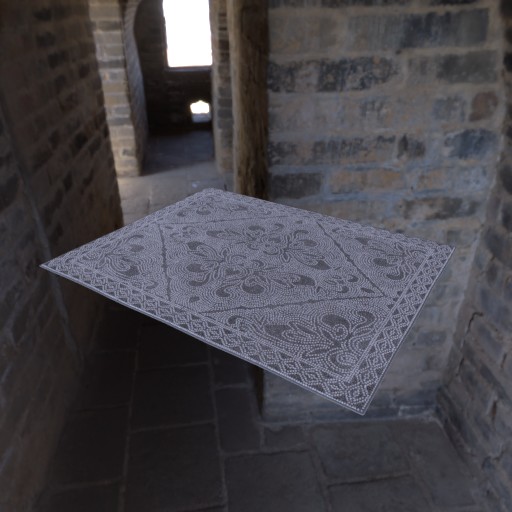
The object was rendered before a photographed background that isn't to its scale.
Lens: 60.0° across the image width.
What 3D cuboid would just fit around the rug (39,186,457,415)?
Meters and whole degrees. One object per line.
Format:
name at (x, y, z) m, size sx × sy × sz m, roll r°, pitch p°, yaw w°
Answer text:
rug at (0.000, 0.000, 4.096) m, size 3.048 × 0.012 × 2.438 m, roll 18°, pitch 34°, yaw 29°
